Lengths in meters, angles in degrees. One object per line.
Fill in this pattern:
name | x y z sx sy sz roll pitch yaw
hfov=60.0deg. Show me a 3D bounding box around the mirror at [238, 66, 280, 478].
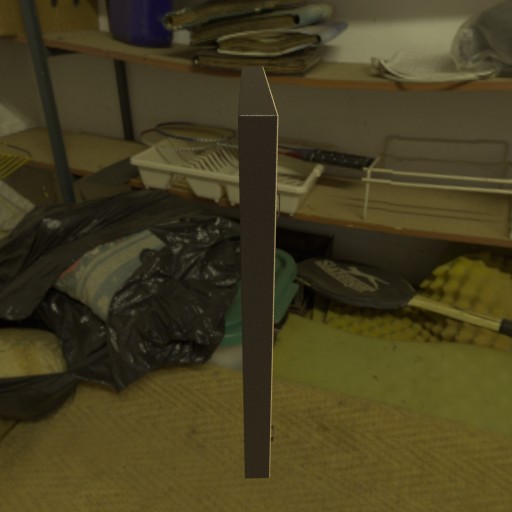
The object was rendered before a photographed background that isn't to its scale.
mirror | 0.000 0.000 0.694 0.041 0.509 0.406 -1 29 -1
